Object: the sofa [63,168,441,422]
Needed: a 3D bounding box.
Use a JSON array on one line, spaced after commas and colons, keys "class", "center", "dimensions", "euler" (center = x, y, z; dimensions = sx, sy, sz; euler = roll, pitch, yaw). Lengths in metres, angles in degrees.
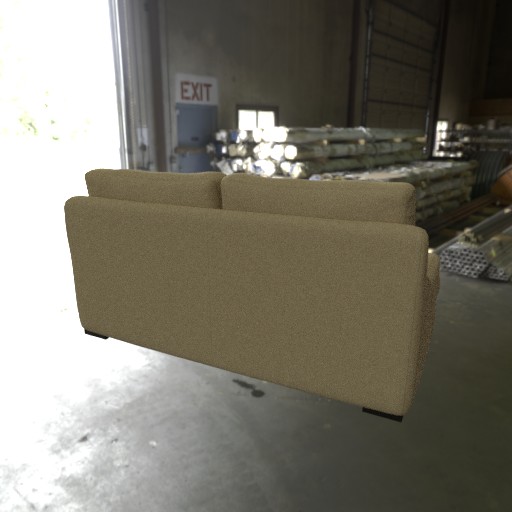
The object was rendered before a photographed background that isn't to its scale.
[{"class": "sofa", "center": [0.000, 0.000, 2.465], "dimensions": [1.885, 0.967, 0.962], "euler": [8, 18, 26]}]
